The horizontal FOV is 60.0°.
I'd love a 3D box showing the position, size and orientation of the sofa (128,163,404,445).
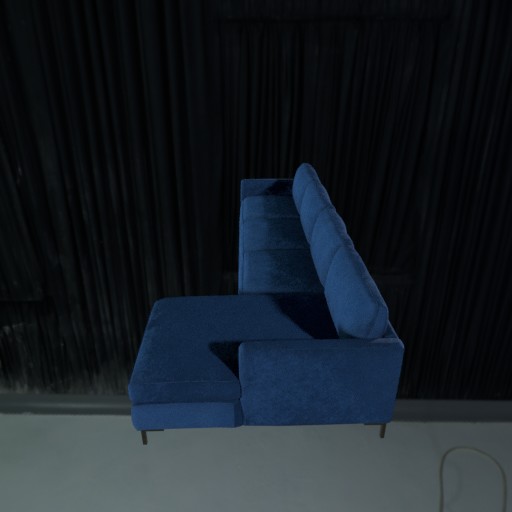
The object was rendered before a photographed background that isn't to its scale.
[{"bbox_3d":[0.000,0.000,3.456,1.350,0.810,2.932,-1,26,-1],"label":"sofa"}]
